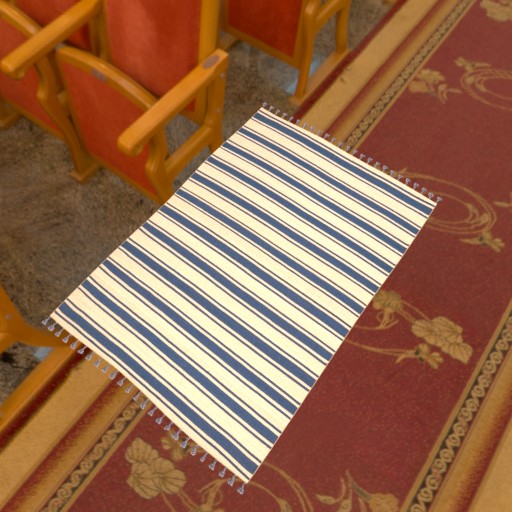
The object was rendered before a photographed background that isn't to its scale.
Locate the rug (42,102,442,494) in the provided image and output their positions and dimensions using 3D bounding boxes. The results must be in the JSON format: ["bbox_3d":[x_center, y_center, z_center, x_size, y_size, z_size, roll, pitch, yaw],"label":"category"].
[{"bbox_3d":[0.000,0.000,2.902,1.544,0.010,2.315,34,68,16],"label":"rug"}]
